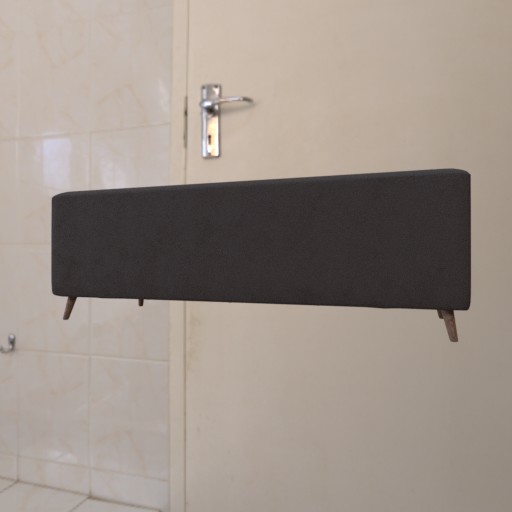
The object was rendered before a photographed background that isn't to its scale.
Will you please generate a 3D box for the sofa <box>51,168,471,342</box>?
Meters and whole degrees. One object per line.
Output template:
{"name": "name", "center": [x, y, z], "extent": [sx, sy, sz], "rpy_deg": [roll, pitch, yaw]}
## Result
{"name": "sofa", "center": [0.000, 0.000, 2.597], "extent": [2.190, 0.740, 0.900], "rpy_deg": [0, 0, 19]}
